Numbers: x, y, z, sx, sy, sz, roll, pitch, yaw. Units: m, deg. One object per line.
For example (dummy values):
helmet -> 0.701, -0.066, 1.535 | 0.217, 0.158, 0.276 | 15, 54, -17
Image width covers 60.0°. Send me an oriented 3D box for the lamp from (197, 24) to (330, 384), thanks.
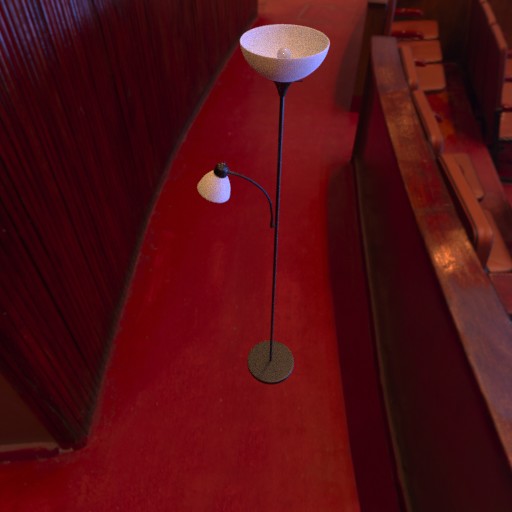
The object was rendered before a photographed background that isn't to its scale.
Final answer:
lamp -> 0.000, 0.000, 1.949 | 0.442, 1.804, 0.279 | -3, 46, -3
